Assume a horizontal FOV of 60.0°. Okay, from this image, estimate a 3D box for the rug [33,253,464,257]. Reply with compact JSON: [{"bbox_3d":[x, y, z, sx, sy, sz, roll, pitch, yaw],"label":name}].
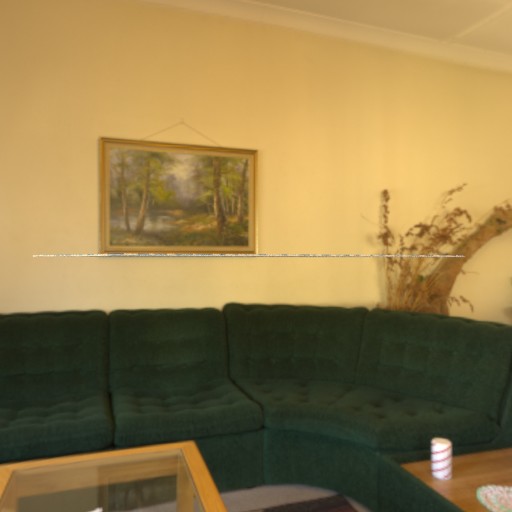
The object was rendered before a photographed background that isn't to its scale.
[{"bbox_3d":[0.000,0.000,2.948,2.447,0.011,1.520,0,0,-36],"label":"rug"}]
